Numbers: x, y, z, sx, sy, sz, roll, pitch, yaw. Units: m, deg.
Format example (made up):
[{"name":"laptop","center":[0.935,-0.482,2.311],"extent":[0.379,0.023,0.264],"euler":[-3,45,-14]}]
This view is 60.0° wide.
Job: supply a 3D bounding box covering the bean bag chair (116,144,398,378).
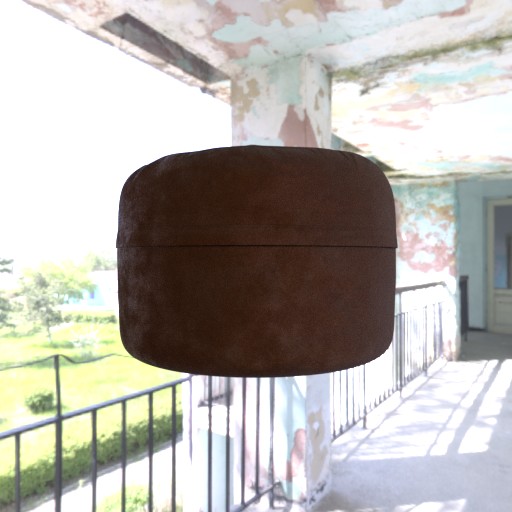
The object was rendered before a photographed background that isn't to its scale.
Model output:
[{"name":"bean bag chair","center":[0.000,0.000,1.511],"extent":[0.918,0.616,0.918],"euler":[0,0,0]}]
